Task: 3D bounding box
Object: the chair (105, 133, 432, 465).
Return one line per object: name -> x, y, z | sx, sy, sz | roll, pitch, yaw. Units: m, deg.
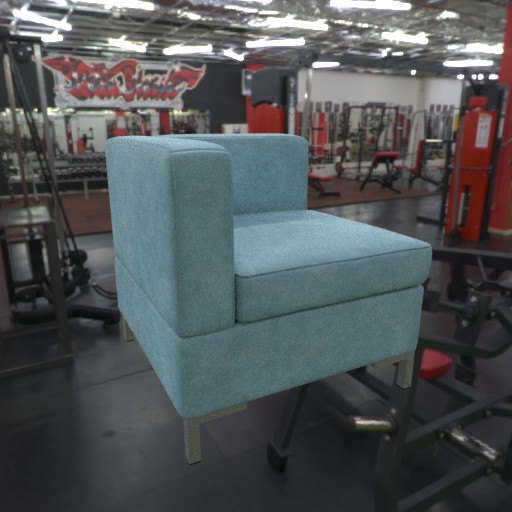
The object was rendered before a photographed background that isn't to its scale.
chair -> 0.000, 0.000, 1.255 | 0.684, 0.660, 0.691 | -8, 18, -26
